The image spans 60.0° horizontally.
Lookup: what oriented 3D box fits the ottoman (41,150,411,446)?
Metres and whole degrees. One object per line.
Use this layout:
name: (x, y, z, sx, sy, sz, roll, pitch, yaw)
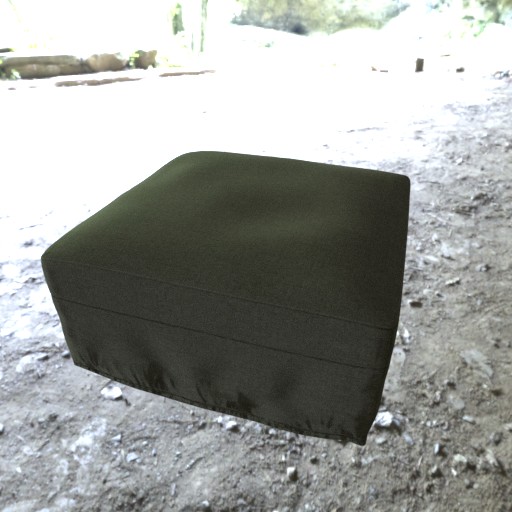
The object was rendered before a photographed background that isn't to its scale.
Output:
ottoman: (0.000, 0.000, 1.344, 0.840, 0.436, 0.843, 10, 33, 16)
